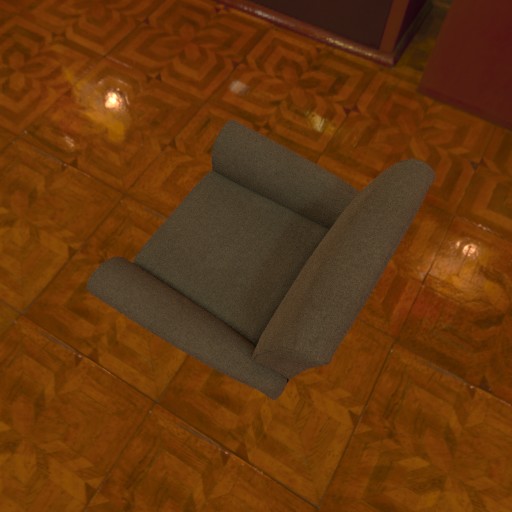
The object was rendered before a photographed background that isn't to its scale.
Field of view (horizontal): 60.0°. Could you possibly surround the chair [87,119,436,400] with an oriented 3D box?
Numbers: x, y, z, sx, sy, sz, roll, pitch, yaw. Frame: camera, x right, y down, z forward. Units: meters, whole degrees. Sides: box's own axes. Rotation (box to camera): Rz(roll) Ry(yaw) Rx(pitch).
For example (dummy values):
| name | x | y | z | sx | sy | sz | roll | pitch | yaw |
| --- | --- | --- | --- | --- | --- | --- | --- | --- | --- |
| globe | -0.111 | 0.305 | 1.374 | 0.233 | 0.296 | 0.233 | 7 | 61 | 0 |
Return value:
| name | x | y | z | sx | sy | sz | roll | pitch | yaw |
| --- | --- | --- | --- | --- | --- | --- | --- | --- | --- |
| chair | 0.000 | 0.000 | 1.782 | 0.905 | 1.061 | 0.978 | 30 | 67 | 14 |
